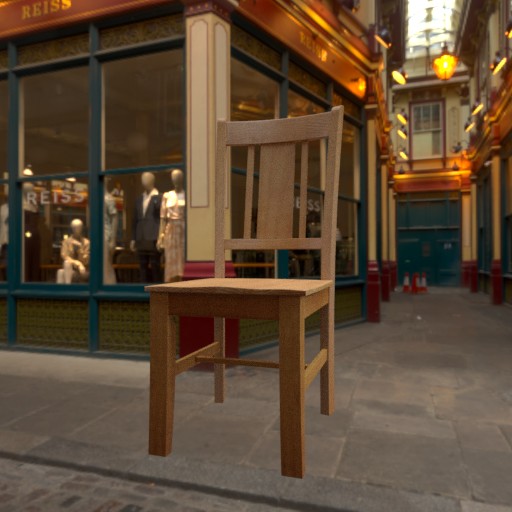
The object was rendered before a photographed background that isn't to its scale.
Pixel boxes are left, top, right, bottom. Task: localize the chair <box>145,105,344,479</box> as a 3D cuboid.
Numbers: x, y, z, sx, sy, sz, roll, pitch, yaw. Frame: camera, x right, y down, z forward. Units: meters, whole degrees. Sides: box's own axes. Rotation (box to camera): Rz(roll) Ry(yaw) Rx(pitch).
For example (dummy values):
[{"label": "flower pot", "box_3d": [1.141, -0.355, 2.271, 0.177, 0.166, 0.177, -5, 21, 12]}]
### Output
[{"label": "chair", "box_3d": [0.000, 0.000, 1.306, 0.450, 0.998, 0.556, 0, 0, 18]}]
